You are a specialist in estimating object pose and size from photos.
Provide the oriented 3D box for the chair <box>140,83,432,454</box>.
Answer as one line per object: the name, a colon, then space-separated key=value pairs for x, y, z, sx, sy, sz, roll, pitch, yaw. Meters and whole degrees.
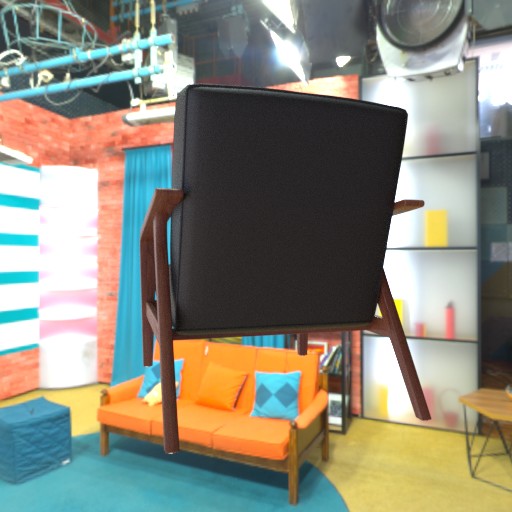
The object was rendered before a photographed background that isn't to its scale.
chair: x=0.000 y=0.000 z=1.480 sx=0.719 sy=0.861 sz=0.889 roll=0 pitch=0 yaw=-17
